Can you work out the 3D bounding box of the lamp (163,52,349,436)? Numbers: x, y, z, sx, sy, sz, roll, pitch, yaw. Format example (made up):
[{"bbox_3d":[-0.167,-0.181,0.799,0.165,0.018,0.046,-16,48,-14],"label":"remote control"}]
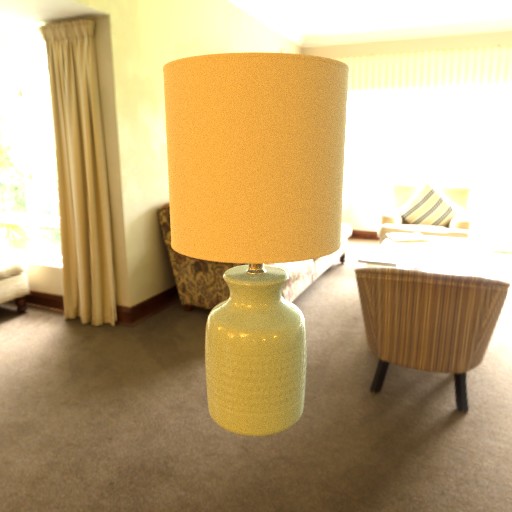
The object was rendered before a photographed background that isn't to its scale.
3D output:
[{"bbox_3d":[0.000,0.000,1.117,0.418,0.871,0.418,-7,16,-25],"label":"lamp"}]
